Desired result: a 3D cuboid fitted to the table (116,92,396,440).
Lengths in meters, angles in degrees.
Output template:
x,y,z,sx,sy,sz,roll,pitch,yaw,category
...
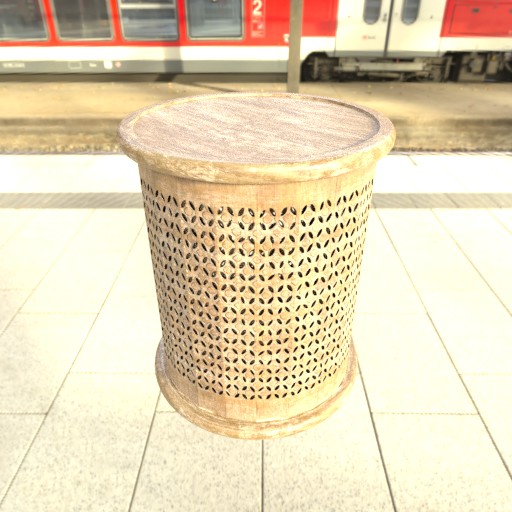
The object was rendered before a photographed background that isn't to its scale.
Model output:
x,y,z,sx,sy,sz,roll,pitch,yaw,category
0.000,0.000,0.788,0.407,0.482,0.407,0,31,0,table
